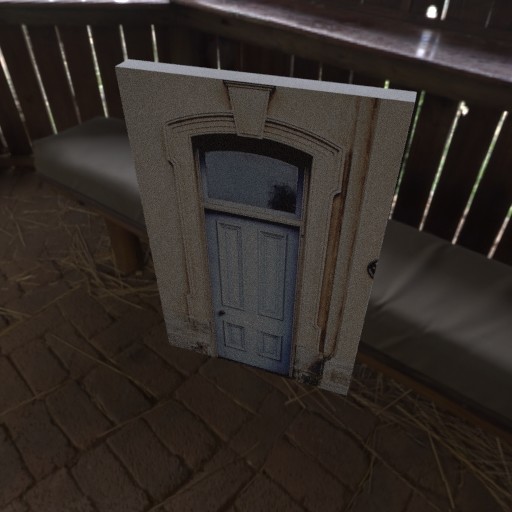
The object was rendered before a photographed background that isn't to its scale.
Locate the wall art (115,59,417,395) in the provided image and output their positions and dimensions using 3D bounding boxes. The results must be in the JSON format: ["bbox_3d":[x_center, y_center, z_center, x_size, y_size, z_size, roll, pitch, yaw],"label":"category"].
[{"bbox_3d":[0.000,0.000,0.775,0.403,0.607,0.036,13,42,14],"label":"wall art"}]
